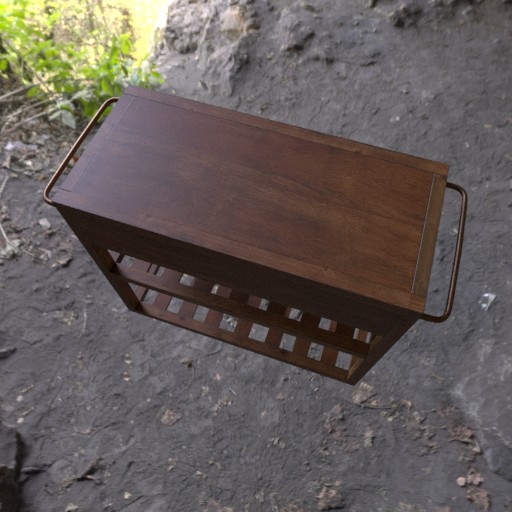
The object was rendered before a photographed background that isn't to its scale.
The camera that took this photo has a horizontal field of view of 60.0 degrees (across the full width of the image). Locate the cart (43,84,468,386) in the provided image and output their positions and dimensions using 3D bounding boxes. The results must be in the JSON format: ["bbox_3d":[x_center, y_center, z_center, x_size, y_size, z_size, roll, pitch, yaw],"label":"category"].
[{"bbox_3d":[0.000,0.000,1.486,1.065,0.830,0.445,17,64,9],"label":"cart"}]
